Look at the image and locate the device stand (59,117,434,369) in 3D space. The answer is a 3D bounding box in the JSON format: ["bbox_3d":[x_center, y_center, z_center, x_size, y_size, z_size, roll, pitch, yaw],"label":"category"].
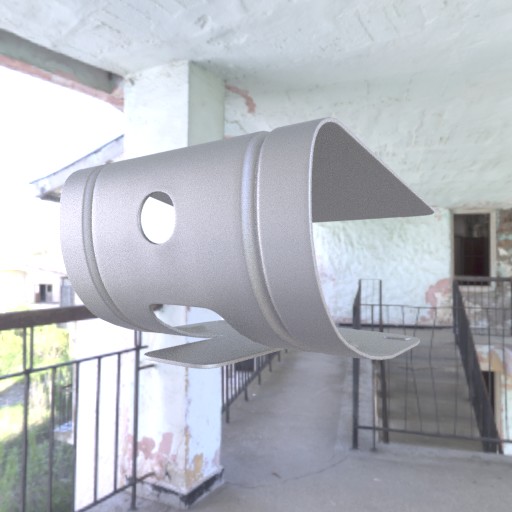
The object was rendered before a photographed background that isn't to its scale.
[{"bbox_3d":[0.000,0.000,0.397,0.256,0.155,0.236,-1,-2,35],"label":"device stand"}]
